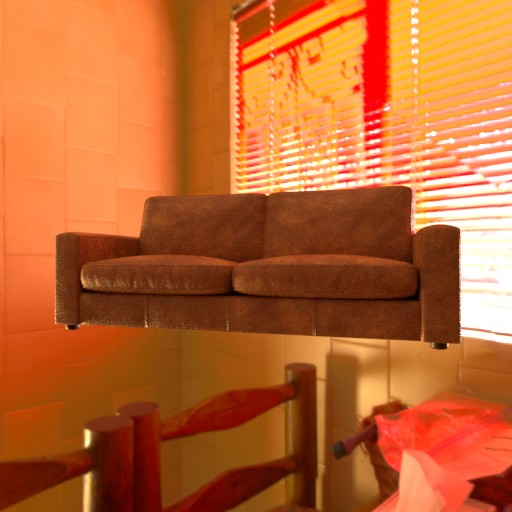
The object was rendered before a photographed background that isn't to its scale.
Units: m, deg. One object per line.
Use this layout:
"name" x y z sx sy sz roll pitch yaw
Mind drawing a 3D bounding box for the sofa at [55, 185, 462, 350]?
"sofa" 0.000 0.000 2.717 2.179 0.873 1.016 0 0 16
